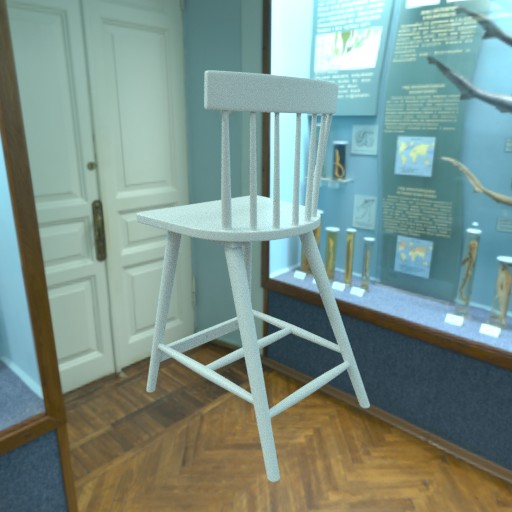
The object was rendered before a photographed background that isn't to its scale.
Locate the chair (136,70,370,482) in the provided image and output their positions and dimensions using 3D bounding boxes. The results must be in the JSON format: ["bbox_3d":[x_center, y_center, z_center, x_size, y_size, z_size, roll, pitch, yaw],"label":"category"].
[{"bbox_3d":[0.000,0.000,1.288,0.483,0.952,0.572,-16,23,-43],"label":"chair"}]
